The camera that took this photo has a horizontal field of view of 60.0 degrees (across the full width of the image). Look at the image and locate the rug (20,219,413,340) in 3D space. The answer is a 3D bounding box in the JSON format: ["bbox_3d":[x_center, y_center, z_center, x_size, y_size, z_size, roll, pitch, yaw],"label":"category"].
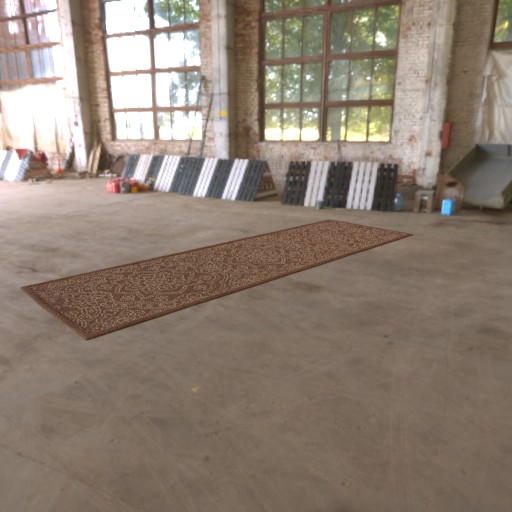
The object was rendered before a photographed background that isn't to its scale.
[{"bbox_3d":[0.000,0.000,2.694,2.448,0.012,0.769,-15,22,-41],"label":"rug"}]
